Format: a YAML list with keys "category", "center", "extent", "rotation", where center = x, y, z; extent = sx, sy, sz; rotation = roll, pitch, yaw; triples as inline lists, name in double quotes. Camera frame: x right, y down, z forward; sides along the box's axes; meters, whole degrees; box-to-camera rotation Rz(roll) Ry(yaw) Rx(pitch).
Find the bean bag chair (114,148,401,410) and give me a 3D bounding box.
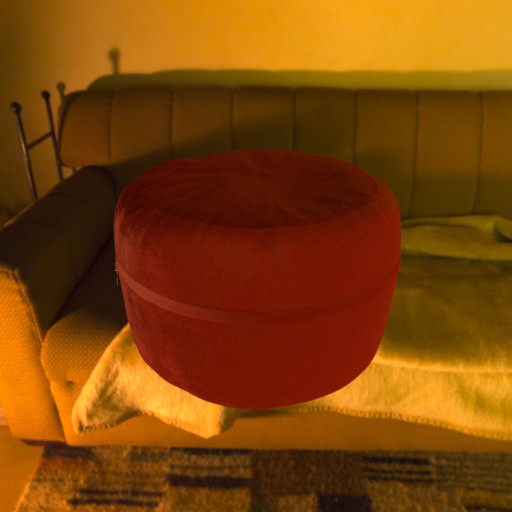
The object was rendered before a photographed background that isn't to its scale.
- category: "bean bag chair"
  center: [0.000, 0.000, 1.994]
  extent: [1.219, 0.762, 1.219]
  rotation: [0, 28, 0]
